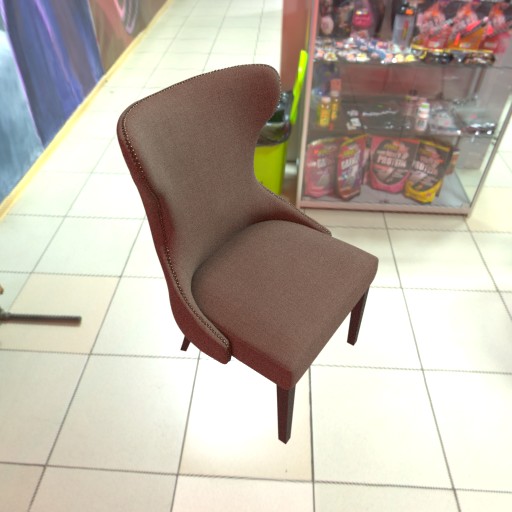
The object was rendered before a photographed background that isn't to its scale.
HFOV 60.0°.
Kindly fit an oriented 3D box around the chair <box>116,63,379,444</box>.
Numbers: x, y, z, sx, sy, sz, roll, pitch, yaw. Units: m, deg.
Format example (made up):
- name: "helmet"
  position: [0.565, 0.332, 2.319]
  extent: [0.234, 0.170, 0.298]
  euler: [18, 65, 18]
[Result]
- name: "chair"
  position: [0.000, 0.000, 1.406]
  extent: [0.635, 0.967, 0.628]
  euler: [26, 49, 26]
